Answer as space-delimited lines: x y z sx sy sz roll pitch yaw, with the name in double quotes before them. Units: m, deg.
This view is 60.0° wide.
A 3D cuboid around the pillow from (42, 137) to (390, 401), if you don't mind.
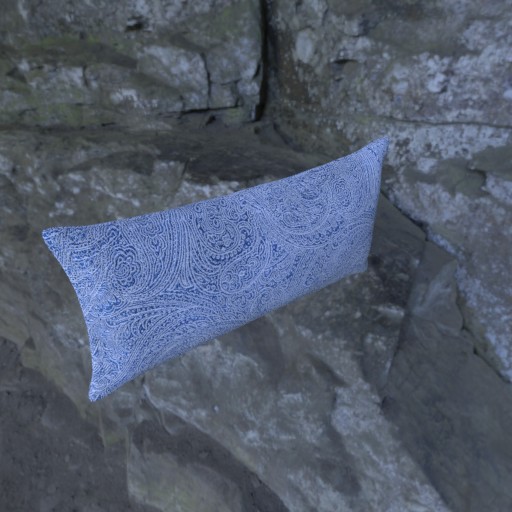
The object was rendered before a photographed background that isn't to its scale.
"pillow" 0.000 0.000 0.744 0.615 0.295 0.151 -21 37 -30
